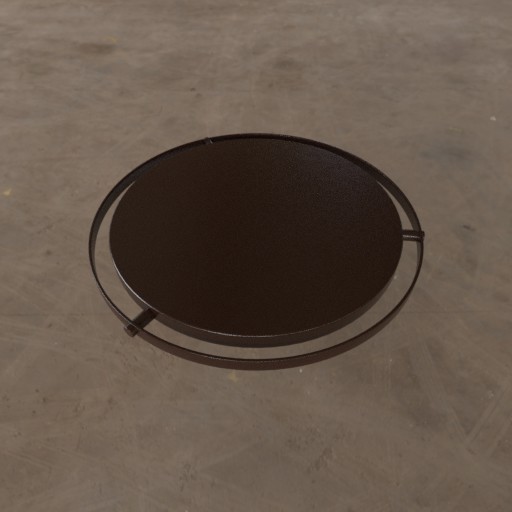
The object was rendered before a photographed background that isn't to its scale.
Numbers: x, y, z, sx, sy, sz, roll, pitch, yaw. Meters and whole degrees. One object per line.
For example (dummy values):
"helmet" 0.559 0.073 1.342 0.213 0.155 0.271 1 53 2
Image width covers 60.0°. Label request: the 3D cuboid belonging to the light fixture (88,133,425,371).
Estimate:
"light fixture" 0.000 0.000 0.535 0.361 0.130 0.361 0 46 0
